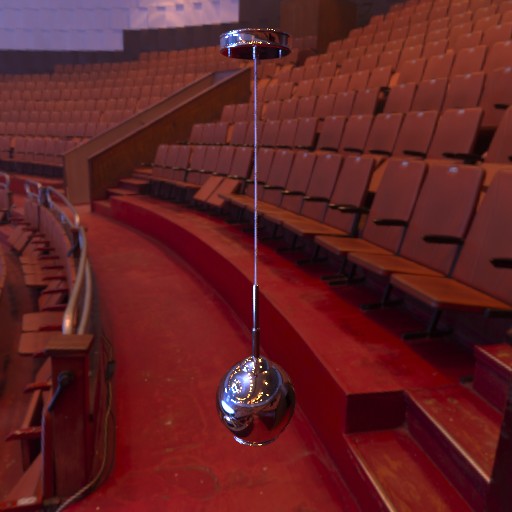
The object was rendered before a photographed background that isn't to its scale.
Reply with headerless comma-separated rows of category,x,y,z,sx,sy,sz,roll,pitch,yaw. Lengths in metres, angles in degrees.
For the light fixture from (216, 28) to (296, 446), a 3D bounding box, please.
light fixture,0.000,0.000,1.703,0.336,1.538,0.336,-3,14,-11
